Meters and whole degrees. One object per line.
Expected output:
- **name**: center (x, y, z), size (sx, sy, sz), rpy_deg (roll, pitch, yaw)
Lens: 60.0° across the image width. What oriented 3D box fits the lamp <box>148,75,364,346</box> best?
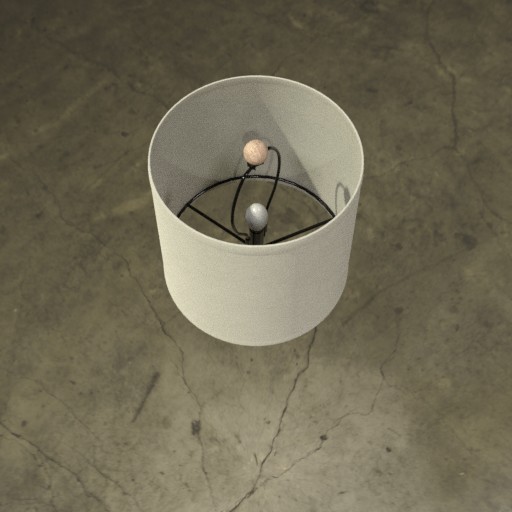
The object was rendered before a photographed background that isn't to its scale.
- **lamp**: center (0.000, 0.000, 0.659), size (0.273, 0.497, 0.273), rpy_deg (0, 64, 0)
